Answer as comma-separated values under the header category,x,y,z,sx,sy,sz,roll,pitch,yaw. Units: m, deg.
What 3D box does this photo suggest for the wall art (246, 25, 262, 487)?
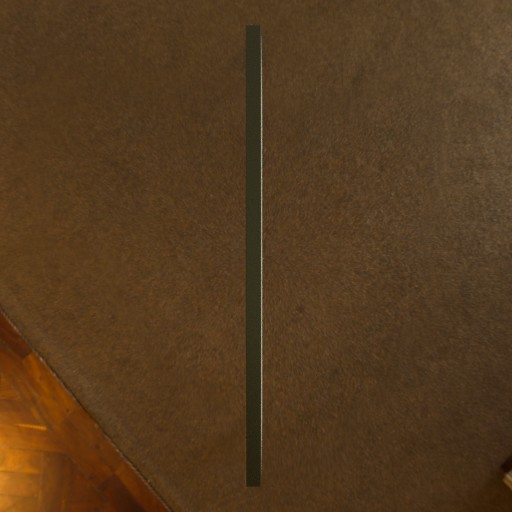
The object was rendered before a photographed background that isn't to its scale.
category,x,y,z,sx,sy,sz,roll,pitch,yaw
wall art,0.000,0.000,0.855,0.022,0.446,0.659,0,90,1
